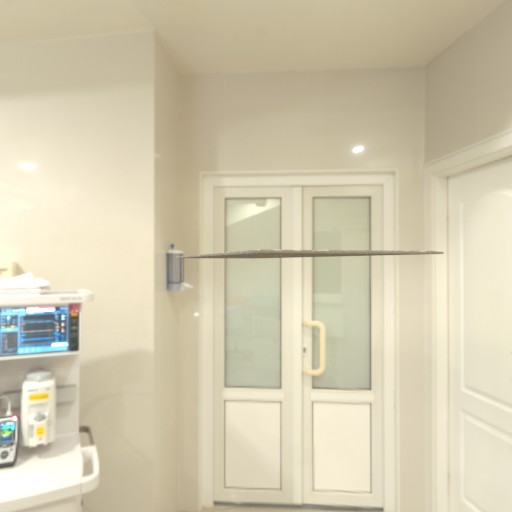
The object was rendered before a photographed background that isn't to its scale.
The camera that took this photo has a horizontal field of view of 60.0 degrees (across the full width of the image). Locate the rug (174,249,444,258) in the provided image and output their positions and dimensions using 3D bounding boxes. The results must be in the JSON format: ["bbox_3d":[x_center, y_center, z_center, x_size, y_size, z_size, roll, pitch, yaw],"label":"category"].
[{"bbox_3d":[0.000,0.000,2.440,0.662,0.011,2.196,0,-1,-17],"label":"rug"}]
